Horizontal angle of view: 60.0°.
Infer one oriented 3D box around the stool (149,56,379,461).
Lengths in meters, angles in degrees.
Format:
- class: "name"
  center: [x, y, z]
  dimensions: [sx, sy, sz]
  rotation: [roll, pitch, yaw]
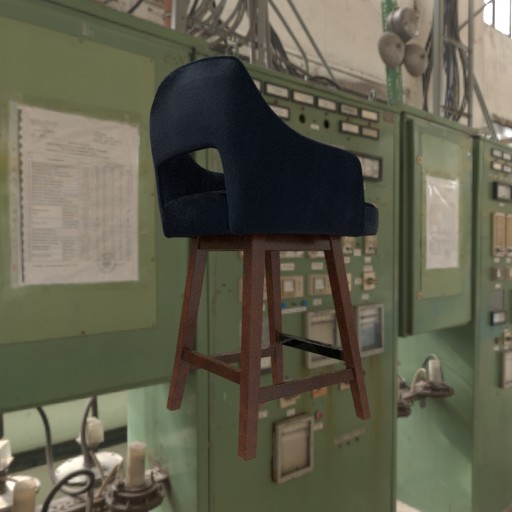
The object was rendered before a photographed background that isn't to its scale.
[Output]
- class: "stool"
  center: [0.000, 0.000, 1.289]
  dimensions: [0.560, 0.940, 0.550]
  rotation: [-1, 1, -36]
